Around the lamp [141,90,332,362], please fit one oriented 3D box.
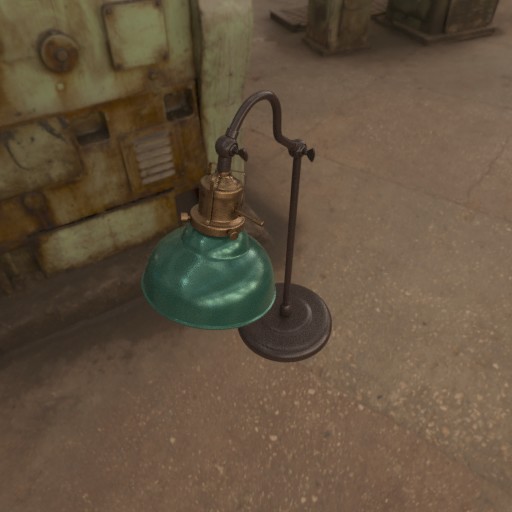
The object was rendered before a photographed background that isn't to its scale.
[{"bbox_3d":[0.000,0.000,0.674,0.192,0.508,0.374,30,51,27],"label":"lamp"}]
